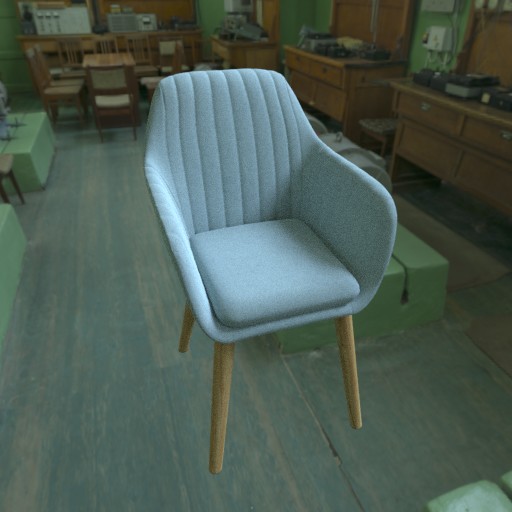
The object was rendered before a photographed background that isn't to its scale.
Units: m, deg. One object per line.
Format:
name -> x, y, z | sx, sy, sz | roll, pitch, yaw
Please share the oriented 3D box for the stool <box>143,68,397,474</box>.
stool -> 0.000, 0.000, 1.163 | 0.503, 0.830, 0.590 | -10, 33, -16
